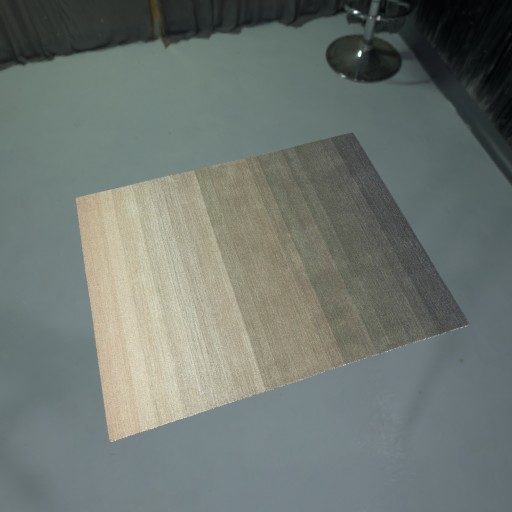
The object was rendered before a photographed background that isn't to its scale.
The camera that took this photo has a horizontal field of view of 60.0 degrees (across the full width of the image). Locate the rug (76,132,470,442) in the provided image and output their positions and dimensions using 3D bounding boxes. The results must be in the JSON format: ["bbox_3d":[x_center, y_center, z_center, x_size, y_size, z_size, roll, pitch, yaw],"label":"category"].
[{"bbox_3d":[0.000,0.000,3.953,2.932,0.015,2.315,-15,60,-9],"label":"rug"}]
